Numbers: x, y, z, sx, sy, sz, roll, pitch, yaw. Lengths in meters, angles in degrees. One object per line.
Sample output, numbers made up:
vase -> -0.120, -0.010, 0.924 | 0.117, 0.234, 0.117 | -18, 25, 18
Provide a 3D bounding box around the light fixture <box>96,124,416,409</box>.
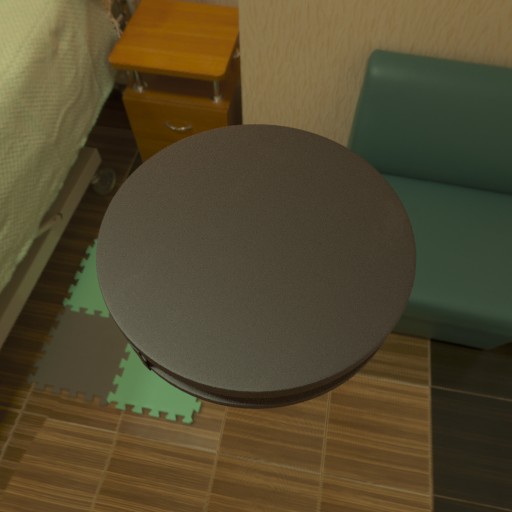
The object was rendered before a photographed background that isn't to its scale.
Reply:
light fixture -> 0.000, 0.000, 0.540 | 0.356, 0.102, 0.356 | 0, 58, 0
